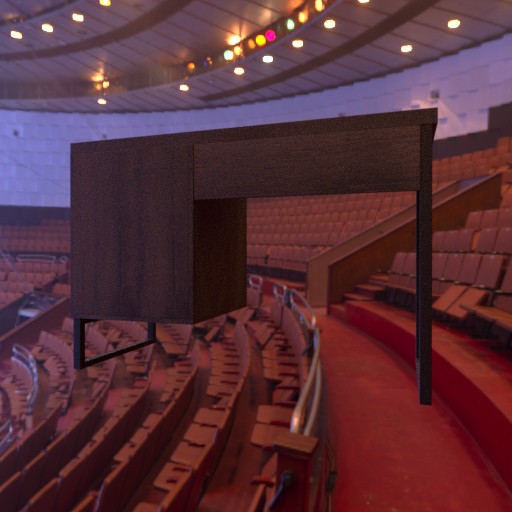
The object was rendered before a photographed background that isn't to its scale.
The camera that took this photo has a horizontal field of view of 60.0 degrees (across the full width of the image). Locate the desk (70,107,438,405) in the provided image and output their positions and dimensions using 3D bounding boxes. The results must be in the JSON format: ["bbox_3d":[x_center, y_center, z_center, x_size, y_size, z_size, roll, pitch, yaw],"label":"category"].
[{"bbox_3d":[0.000,0.000,1.535,1.134,0.752,0.511,0,0,19],"label":"desk"}]
